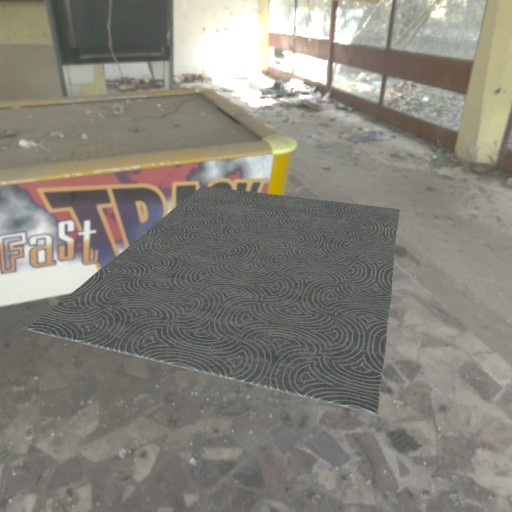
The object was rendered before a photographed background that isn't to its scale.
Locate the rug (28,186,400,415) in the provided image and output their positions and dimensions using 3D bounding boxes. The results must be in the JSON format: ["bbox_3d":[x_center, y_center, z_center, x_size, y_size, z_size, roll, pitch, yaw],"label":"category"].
[{"bbox_3d":[0.000,0.000,4.091,2.456,0.021,3.042,9,31,16],"label":"rug"}]
